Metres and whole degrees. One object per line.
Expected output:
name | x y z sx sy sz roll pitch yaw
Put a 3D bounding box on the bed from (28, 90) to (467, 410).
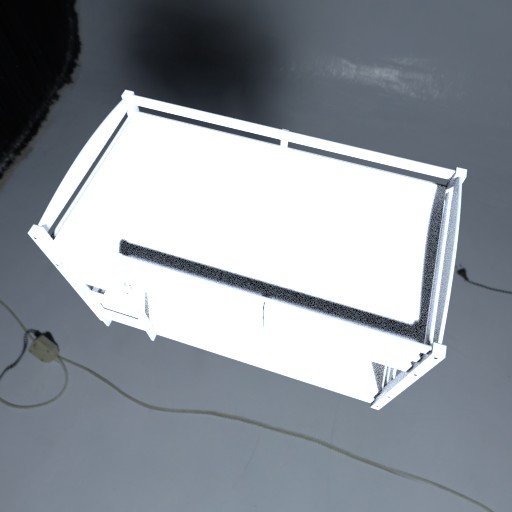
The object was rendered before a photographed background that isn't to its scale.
bed | 0.000 0.000 2.745 2.013 1.206 1.105 16 62 9
